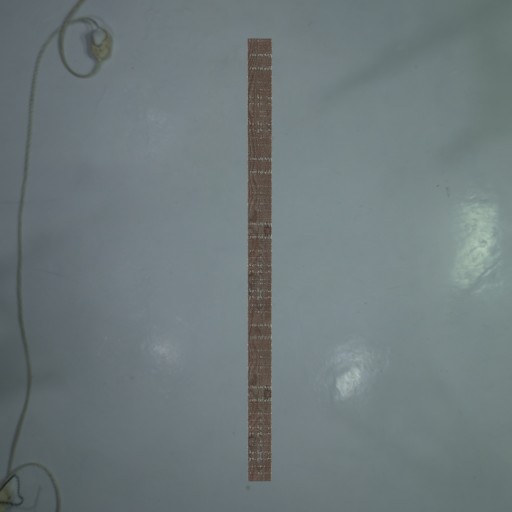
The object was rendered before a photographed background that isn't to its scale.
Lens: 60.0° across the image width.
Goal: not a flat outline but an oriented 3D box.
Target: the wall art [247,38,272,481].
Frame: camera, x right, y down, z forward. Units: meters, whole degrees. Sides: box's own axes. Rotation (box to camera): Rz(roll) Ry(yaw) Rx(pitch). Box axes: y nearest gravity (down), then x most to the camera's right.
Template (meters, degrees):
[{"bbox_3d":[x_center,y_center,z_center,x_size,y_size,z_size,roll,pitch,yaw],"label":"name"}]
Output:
[{"bbox_3d":[0.000,0.000,0.796,0.029,0.531,0.531,0,92,-1],"label":"wall art"}]
